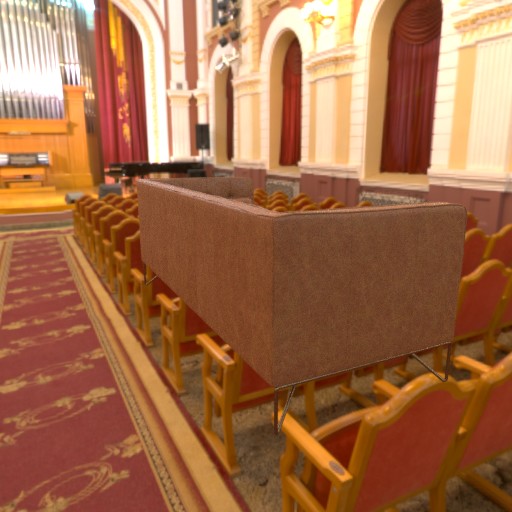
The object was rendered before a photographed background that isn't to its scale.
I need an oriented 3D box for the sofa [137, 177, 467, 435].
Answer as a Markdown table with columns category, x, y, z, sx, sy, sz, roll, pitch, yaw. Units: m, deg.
| category | x | y | z | sx | sy | sz | roll | pitch | yaw |
| --- | --- | --- | --- | --- | --- | --- | --- | --- | --- |
| sofa | 0.000 | 0.000 | 2.564 | 0.912 | 0.798 | 2.079 | -7 | 15 | -26 |
